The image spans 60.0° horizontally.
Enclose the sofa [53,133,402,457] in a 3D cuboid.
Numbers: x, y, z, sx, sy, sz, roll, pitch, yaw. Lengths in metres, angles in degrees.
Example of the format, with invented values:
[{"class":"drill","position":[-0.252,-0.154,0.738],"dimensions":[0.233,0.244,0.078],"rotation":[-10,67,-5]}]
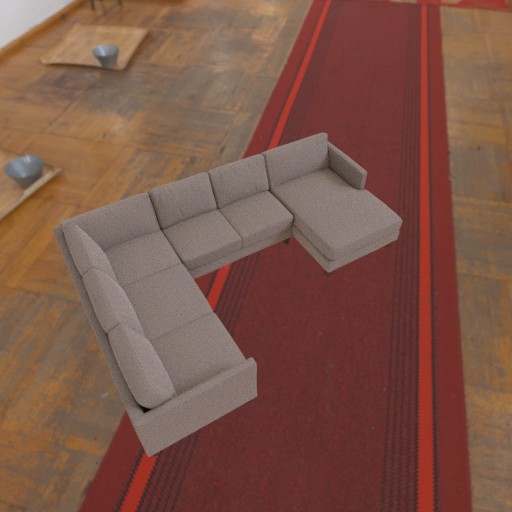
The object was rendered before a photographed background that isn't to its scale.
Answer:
[{"class":"sofa","position":[0.000,0.000,4.604],"dimensions":[3.438,0.865,2.424],"rotation":[-24,51,-21]}]
